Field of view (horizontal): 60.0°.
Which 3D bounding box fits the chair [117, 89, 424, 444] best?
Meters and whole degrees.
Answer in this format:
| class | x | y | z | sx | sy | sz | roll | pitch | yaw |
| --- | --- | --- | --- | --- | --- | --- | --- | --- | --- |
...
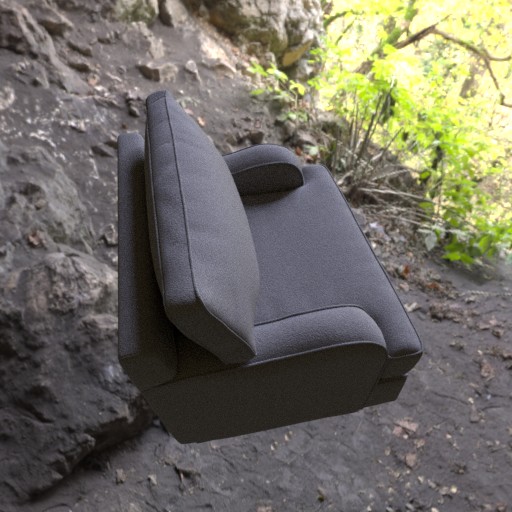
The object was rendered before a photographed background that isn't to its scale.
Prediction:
| class | x | y | z | sx | sy | sz | roll | pitch | yaw |
| --- | --- | --- | --- | --- | --- | --- | --- | --- | --- |
| chair | 0.000 | 0.000 | 1.914 | 1.040 | 1.016 | 1.220 | -9 | 48 | -8 |
